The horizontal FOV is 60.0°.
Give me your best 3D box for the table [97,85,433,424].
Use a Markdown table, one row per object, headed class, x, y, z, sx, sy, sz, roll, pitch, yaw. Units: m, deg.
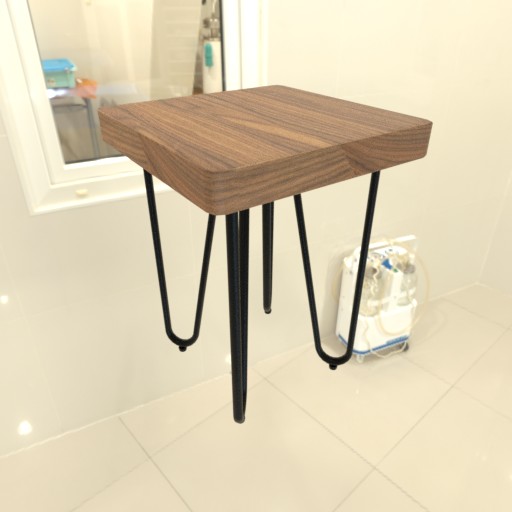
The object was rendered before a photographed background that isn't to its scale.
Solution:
| class | x | y | z | sx | sy | sz | roll | pitch | yaw |
| --- | --- | --- | --- | --- | --- | --- | --- | --- | --- |
| table | 0.000 | 0.000 | 1.026 | 0.479 | 0.641 | 0.480 | -20 | 36 | -30 |
